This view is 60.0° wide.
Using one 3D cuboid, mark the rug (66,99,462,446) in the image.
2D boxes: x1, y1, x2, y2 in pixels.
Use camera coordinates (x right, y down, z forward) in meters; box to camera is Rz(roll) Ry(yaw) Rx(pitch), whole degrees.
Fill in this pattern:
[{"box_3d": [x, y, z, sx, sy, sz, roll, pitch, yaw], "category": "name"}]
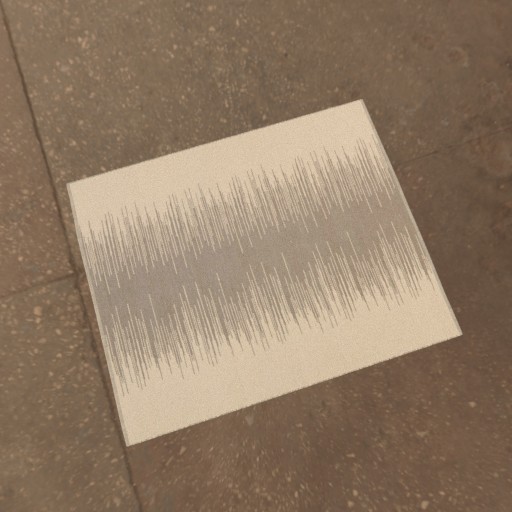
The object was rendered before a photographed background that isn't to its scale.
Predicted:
[{"box_3d": [0.000, 0.000, 4.054, 3.037, 0.010, 2.453, -17, 77, -4], "category": "rug"}]
